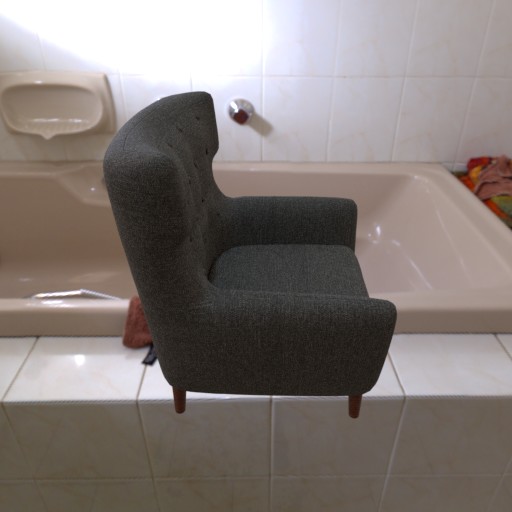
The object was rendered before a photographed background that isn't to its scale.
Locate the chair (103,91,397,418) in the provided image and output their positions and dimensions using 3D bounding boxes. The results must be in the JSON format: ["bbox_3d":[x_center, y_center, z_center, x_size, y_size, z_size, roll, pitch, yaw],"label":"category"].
[{"bbox_3d":[0.000,0.000,1.715,0.904,1.063,0.878,1,31,2],"label":"chair"}]
